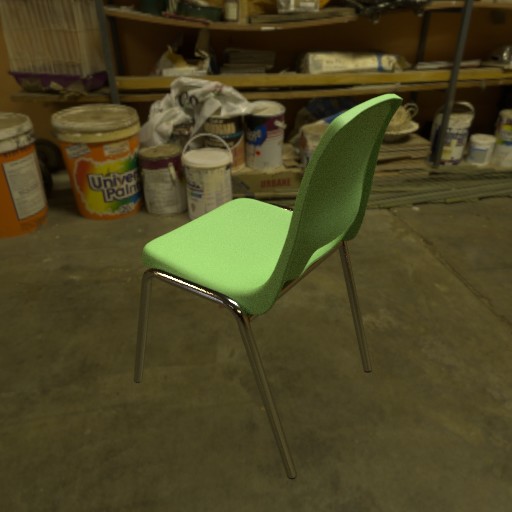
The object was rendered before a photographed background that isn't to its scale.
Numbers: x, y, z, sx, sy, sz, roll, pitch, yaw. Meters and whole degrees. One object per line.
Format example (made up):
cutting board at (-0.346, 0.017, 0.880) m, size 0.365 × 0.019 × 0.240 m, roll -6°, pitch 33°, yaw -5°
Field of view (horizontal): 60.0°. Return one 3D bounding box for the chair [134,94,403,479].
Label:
chair at (0.000, 0.000, 0.888) m, size 0.436 × 0.653 × 0.381 m, roll 21°, pitch 36°, yaw 31°
